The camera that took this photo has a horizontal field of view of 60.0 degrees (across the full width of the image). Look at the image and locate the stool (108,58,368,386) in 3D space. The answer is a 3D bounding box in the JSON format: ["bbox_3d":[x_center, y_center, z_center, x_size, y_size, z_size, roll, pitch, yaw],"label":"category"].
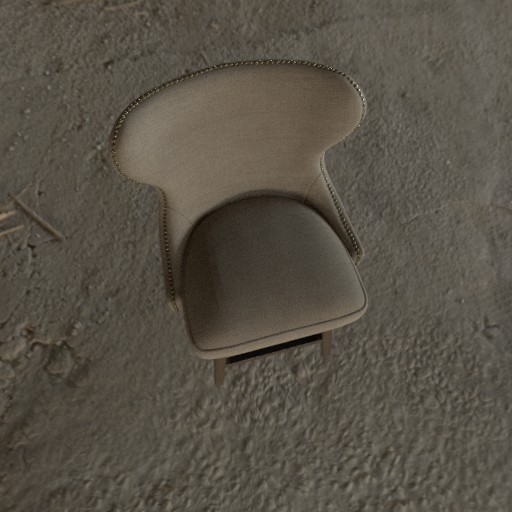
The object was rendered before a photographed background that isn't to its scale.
[{"bbox_3d":[0.000,0.000,1.360,0.615,0.972,0.597,-14,65,-6],"label":"stool"}]
